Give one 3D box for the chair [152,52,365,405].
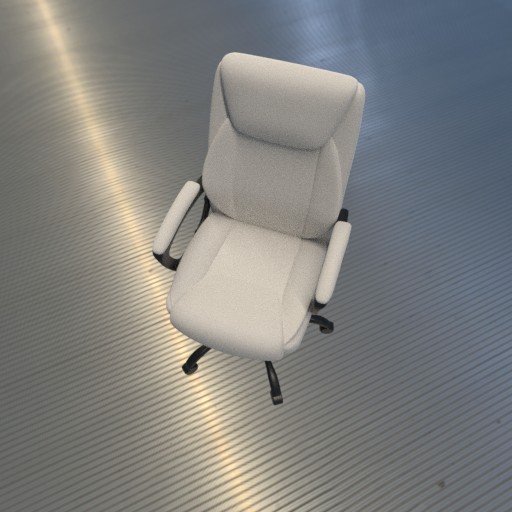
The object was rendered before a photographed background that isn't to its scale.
[{"bbox_3d":[0.000,0.000,1.491,0.663,1.065,0.669,16,59,10],"label":"chair"}]
